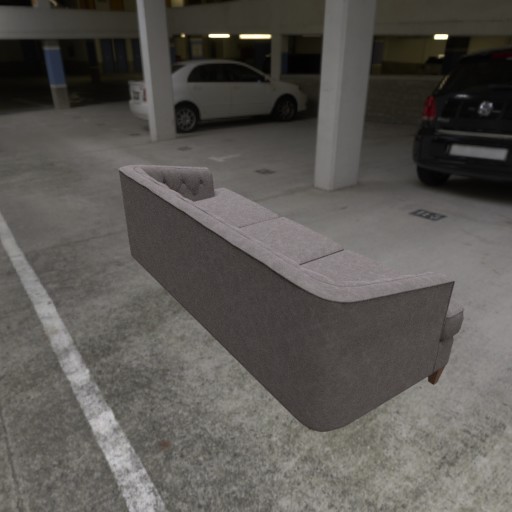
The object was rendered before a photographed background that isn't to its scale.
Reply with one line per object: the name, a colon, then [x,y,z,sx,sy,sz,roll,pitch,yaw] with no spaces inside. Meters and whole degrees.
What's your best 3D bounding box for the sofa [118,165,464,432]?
sofa: [0.000,0.000,2.711,0.917,0.806,2.247,-18,32,-31]
